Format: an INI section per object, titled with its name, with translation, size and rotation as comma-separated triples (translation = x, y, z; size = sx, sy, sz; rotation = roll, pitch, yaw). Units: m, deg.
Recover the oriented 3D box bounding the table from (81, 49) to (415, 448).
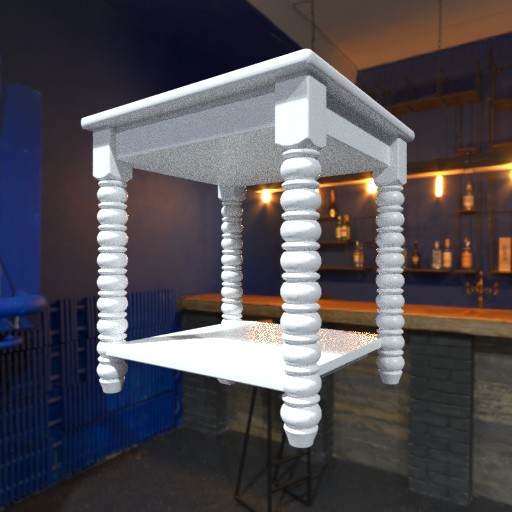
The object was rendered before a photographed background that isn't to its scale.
[table]
translation = 0.000, 0.000, 0.955
size = 0.533, 0.563, 0.500
rotation = 0, 0, 35
